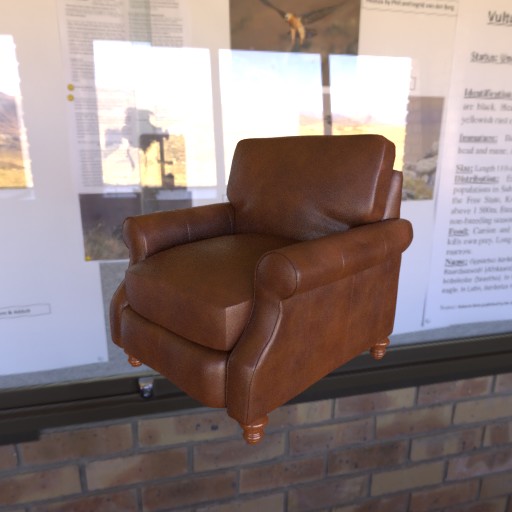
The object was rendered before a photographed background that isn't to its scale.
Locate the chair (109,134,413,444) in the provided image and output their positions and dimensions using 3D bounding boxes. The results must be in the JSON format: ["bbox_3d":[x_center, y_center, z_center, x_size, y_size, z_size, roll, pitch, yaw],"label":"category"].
[{"bbox_3d":[0.000,0.000,1.830,0.989,0.972,0.992,14,21,42],"label":"chair"}]
